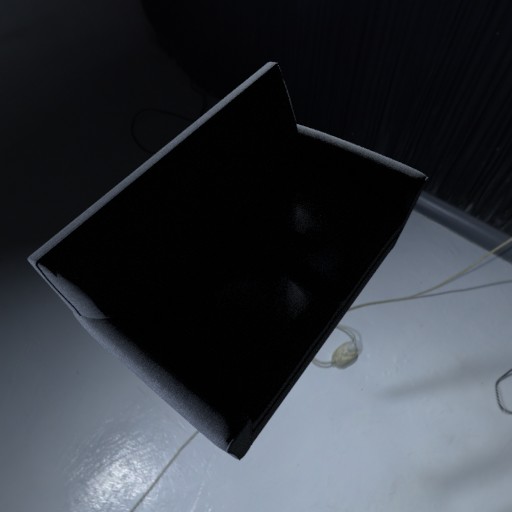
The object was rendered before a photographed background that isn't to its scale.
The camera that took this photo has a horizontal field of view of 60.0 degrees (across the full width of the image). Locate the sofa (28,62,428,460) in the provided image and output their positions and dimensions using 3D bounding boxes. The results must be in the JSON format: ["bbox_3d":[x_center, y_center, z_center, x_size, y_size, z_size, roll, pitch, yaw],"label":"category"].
[{"bbox_3d":[0.000,0.000,1.943,0.875,0.846,1.420,33,63,19],"label":"sofa"}]
